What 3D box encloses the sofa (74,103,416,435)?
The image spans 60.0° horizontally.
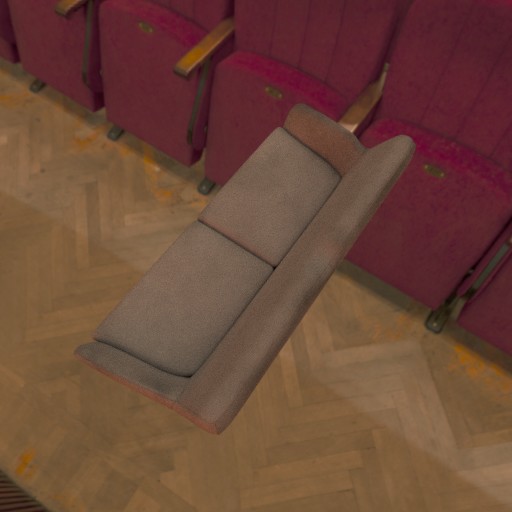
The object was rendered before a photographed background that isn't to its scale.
[{"bbox_3d":[0.000,0.000,2.363,0.850,0.810,1.870,32,67,15],"label":"sofa"}]
